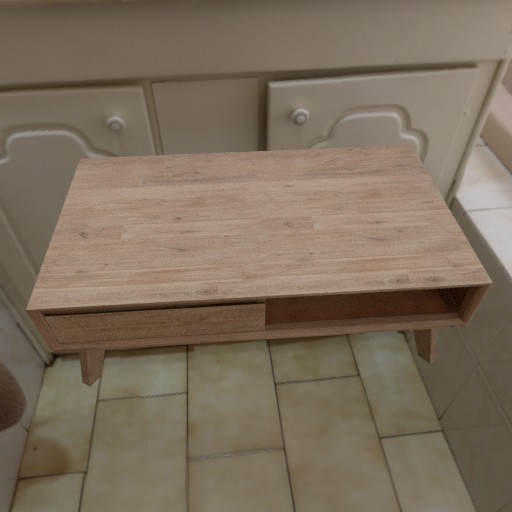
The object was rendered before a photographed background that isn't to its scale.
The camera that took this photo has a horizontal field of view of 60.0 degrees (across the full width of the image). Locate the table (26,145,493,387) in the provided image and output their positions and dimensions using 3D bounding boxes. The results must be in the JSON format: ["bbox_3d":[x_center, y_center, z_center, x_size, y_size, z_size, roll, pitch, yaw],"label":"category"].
[{"bbox_3d":[0.000,0.000,2.036,1.619,0.531,0.918,-3,46,-3],"label":"table"}]
